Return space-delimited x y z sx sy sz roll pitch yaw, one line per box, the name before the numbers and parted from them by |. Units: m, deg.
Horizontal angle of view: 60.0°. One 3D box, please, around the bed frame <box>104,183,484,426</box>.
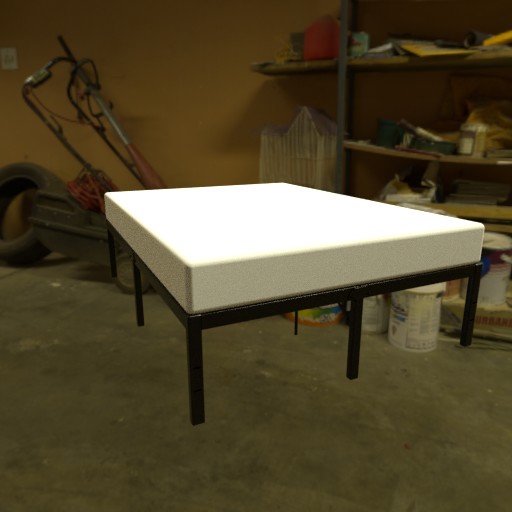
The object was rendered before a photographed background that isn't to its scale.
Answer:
bed frame | 0.000 0.000 2.832 1.557 0.659 2.072 -7 17 -25
